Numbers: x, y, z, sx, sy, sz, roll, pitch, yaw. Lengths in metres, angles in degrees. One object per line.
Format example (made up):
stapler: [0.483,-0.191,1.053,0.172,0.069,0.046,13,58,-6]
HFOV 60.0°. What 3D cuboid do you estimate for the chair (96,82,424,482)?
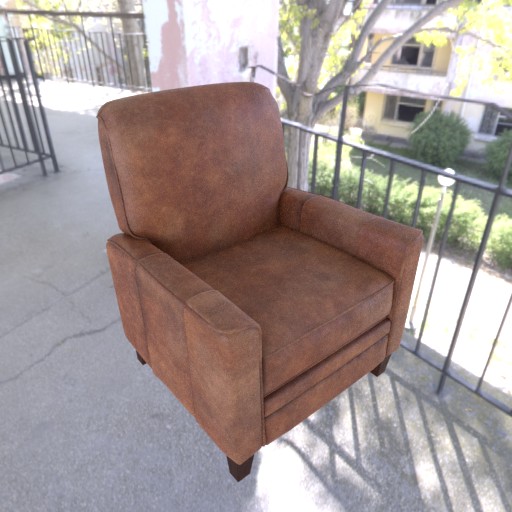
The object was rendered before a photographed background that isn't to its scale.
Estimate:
chair: [0.000,0.000,1.574,0.843,1.043,0.836,-23,37,-33]
